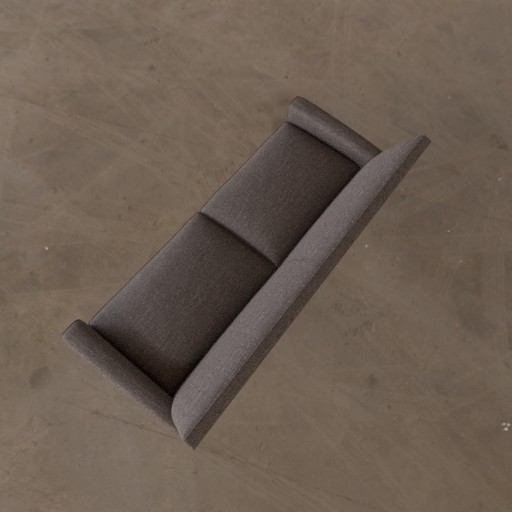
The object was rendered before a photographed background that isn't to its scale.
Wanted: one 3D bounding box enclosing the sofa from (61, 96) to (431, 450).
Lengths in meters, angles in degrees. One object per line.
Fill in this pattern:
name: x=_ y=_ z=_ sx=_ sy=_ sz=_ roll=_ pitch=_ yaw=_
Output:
sofa: x=0.000 y=0.000 z=2.499 sx=0.875 sy=0.846 sz=1.976 roll=35 pitch=69 yaw=15
